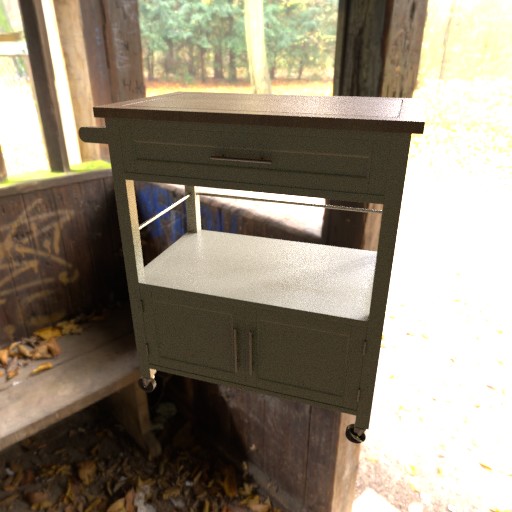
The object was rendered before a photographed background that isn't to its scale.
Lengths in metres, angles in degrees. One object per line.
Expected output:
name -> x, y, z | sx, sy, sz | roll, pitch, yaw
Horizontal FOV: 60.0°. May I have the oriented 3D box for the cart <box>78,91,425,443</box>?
cart -> 0.000, 0.000, 1.365 | 0.840, 0.901, 0.459 | 8, 26, 16
